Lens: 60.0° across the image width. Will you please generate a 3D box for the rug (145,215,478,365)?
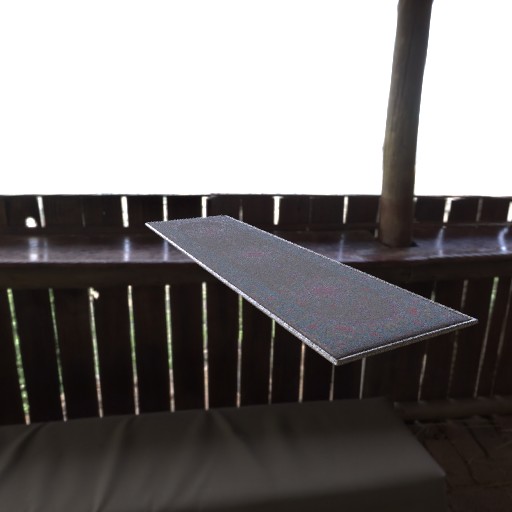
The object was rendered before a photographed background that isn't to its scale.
[{"bbox_3d":[0.000,0.000,2.466,0.659,0.019,2.297,-8,18,-27],"label":"rug"}]
